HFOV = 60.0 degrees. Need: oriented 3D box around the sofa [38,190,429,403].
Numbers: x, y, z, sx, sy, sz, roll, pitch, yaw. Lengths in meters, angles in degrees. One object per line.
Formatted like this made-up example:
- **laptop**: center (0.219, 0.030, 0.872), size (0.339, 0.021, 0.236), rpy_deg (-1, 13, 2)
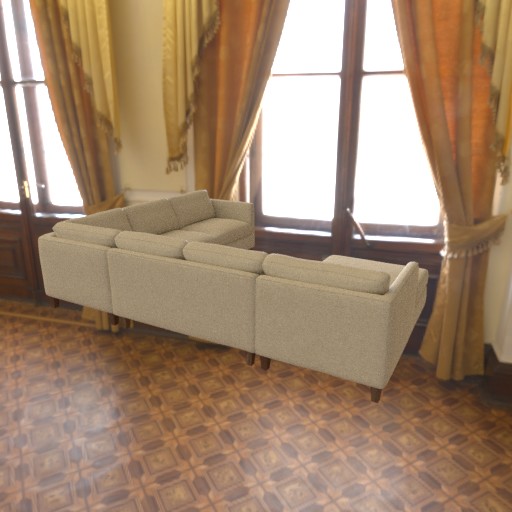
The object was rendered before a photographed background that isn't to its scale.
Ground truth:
- **sofa**: center (0.000, 0.000, 4.437), size (3.238, 0.853, 2.551), rpy_deg (9, 19, 28)
